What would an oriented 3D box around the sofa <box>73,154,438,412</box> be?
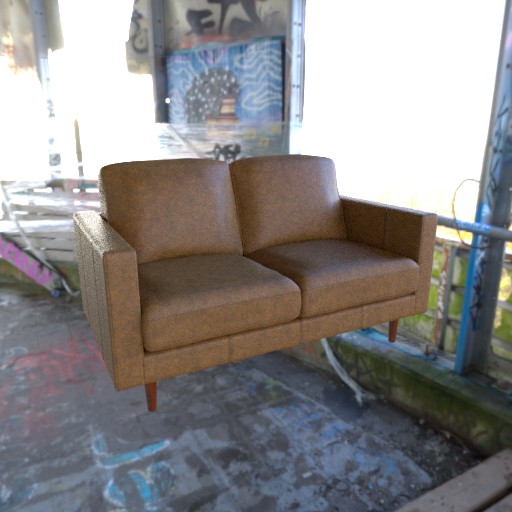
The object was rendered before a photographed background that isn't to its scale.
[{"bbox_3d":[0.000,0.000,2.214,1.578,0.951,0.909,-8,18,-27],"label":"sofa"}]
